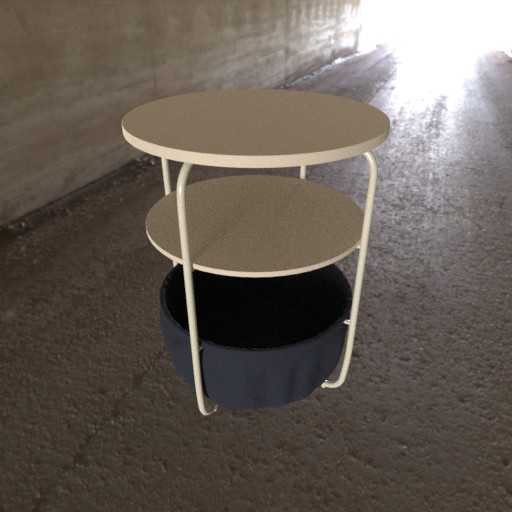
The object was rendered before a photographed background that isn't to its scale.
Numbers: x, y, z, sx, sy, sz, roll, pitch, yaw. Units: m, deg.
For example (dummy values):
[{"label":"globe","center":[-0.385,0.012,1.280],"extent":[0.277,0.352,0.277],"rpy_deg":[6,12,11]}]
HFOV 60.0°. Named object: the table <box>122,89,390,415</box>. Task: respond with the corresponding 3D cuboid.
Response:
[{"label":"table","center":[0.000,0.000,0.850],"extent":[0.418,0.532,0.418],"rpy_deg":[-8,32,-13]}]
